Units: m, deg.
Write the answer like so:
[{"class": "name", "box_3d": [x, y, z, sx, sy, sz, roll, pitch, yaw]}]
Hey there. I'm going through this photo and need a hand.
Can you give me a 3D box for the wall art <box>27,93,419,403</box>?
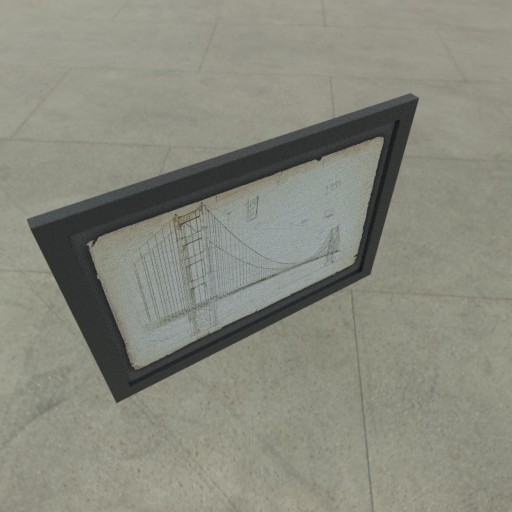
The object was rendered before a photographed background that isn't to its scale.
[{"class": "wall art", "box_3d": [0.000, 0.000, 0.548, 0.432, 0.306, 0.016, -23, 50, -21]}]
